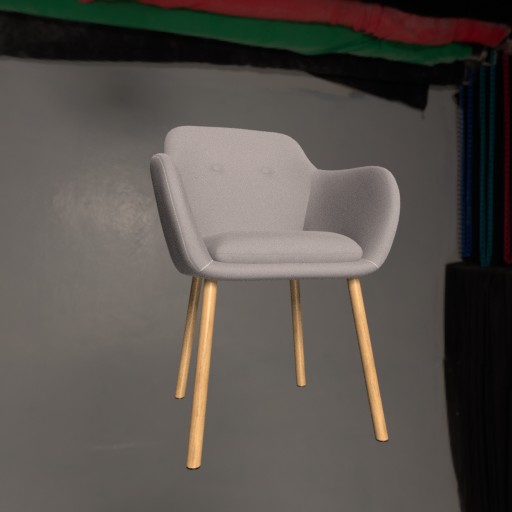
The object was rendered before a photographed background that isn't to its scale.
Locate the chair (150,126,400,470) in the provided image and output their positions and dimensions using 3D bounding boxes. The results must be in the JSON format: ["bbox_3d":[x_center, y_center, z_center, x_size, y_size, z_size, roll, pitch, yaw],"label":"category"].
[{"bbox_3d":[0.000,0.000,1.209,0.570,0.830,0.590,0,1,-17],"label":"chair"}]
